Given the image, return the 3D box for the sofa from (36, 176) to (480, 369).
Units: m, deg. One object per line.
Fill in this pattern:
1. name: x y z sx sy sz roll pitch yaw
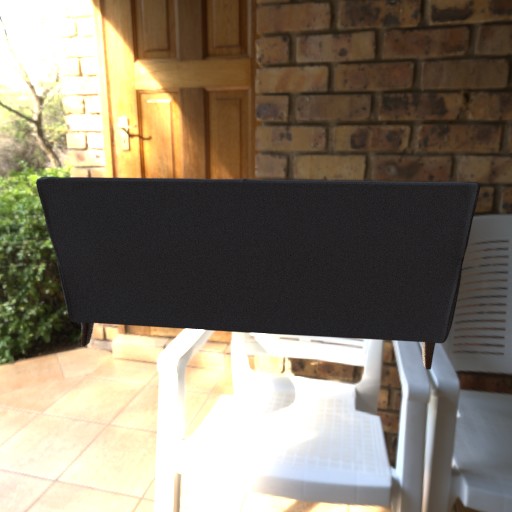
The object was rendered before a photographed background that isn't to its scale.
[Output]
1. sofa: 0.000 0.000 2.464 2.002 0.907 0.843 2 14 8
